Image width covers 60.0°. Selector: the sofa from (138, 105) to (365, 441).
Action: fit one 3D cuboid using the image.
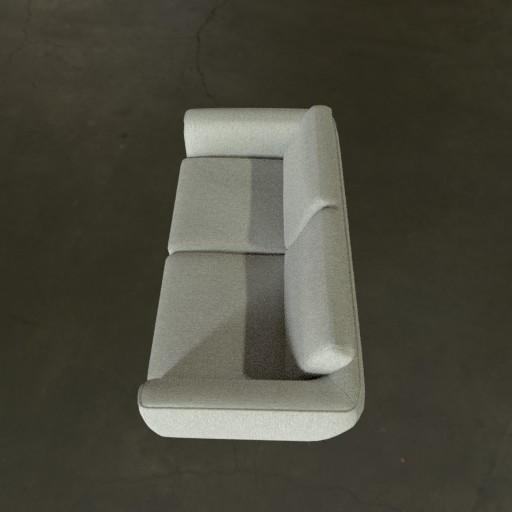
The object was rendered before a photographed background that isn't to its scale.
[{"bbox_3d":[0.000,0.000,2.244,0.920,0.850,1.700,1,58,1],"label":"sofa"}]
